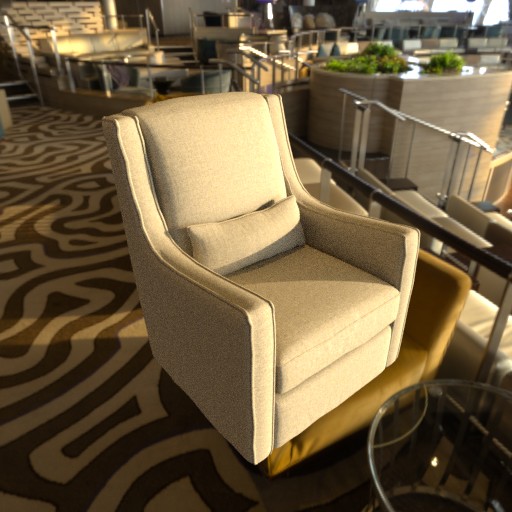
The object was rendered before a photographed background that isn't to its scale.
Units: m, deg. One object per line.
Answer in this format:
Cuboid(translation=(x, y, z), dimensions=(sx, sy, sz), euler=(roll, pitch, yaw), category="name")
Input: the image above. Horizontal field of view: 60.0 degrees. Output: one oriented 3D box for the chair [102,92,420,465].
Cuboid(translation=(0.000, 0.000, 1.581), dimensions=(0.732, 0.993, 0.879), euler=(-22, 37, -34), category="chair")
